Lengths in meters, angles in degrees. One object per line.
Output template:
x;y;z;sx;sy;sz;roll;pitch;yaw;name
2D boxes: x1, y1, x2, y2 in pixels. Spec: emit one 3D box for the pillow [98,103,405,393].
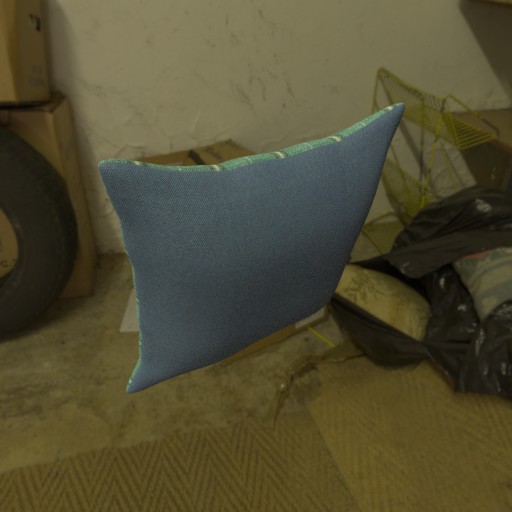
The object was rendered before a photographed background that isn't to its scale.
0.000;0.000;0.691;0.453;0.430;0.200;-20;37;-29;pillow
